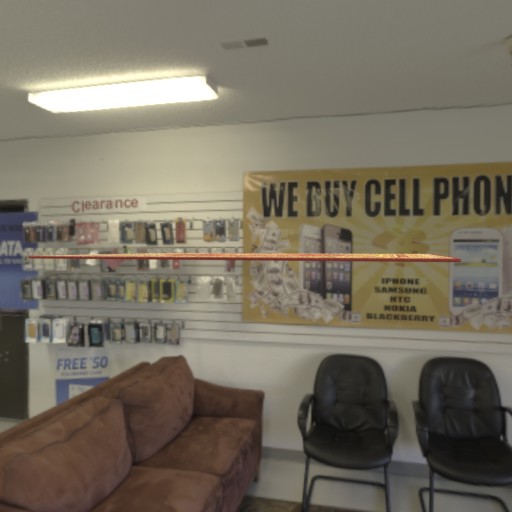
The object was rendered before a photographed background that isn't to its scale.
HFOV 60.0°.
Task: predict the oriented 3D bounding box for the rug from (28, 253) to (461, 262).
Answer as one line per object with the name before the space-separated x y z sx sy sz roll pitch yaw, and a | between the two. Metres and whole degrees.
rug | 0.000 0.000 2.315 1.802 0.013 1.194 0 1 17
